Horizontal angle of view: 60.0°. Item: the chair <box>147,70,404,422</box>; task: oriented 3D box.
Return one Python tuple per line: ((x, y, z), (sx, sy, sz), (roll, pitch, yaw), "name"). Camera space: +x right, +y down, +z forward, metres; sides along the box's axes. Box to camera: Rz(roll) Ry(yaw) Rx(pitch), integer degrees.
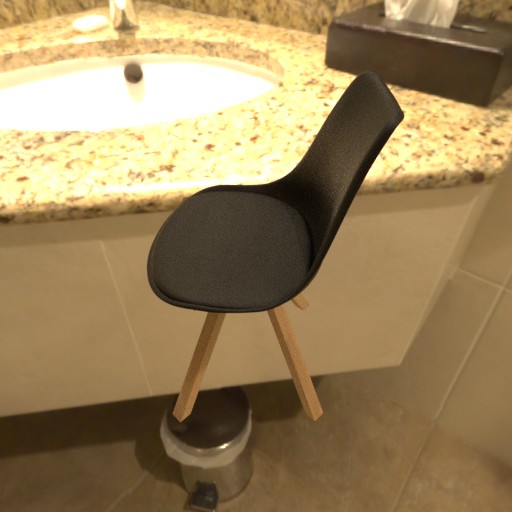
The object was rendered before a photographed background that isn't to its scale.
((0.000, 0.000, 1.141), (0.549, 0.850, 0.485), (0, 42, 0), "chair")
